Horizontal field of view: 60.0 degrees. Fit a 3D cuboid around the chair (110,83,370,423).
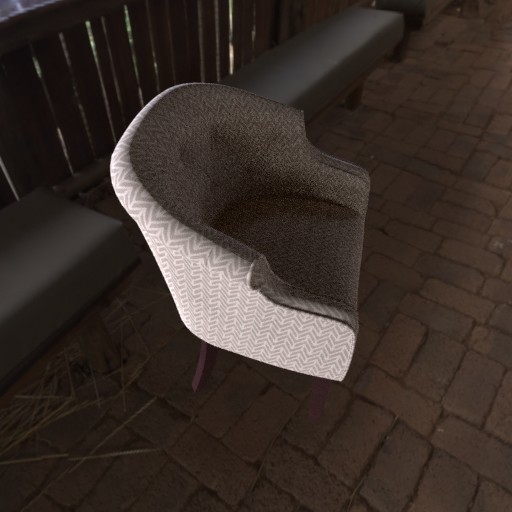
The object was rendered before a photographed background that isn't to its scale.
[{"bbox_3d":[0.000,0.000,1.304,0.613,0.858,0.686,9,46,9],"label":"chair"}]
